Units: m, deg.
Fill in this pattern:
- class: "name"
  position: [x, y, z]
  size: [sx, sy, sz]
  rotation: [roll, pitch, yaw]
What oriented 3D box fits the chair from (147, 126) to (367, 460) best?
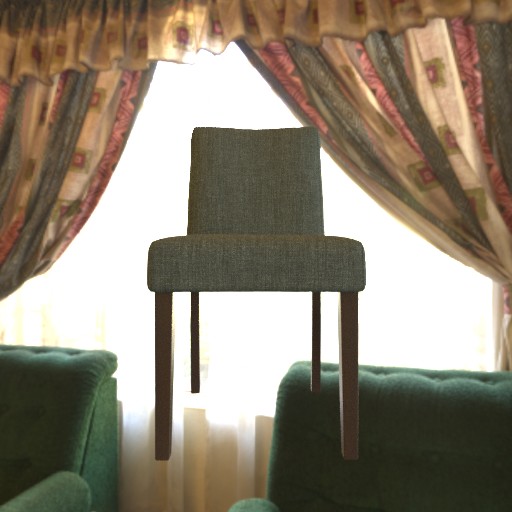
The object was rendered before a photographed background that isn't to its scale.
- class: "chair"
  position: [0.000, 0.000, 1.256]
  size: [0.487, 0.884, 0.629]
  rotation: [0, 0, 0]
